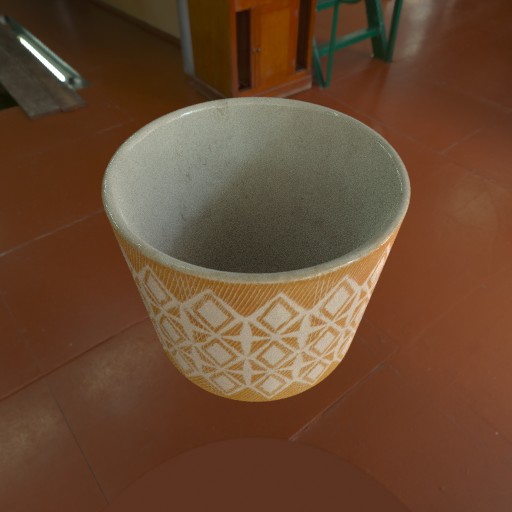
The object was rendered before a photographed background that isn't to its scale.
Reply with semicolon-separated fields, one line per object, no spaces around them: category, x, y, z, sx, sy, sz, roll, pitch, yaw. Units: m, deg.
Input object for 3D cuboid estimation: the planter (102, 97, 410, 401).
planter;0.000;0.000;0.343;0.193;0.165;0.193;0;46;0
